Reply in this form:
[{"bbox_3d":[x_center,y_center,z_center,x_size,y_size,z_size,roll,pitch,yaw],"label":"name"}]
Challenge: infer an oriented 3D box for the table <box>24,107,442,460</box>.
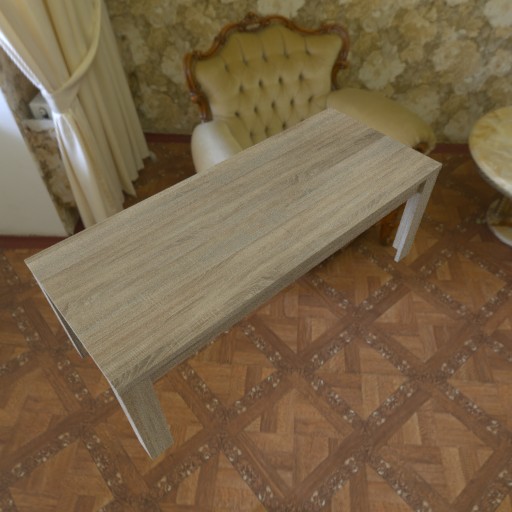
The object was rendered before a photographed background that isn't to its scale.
[{"bbox_3d":[0.000,0.000,2.698,2.200,0.790,0.900,-33,55,-26],"label":"table"}]
